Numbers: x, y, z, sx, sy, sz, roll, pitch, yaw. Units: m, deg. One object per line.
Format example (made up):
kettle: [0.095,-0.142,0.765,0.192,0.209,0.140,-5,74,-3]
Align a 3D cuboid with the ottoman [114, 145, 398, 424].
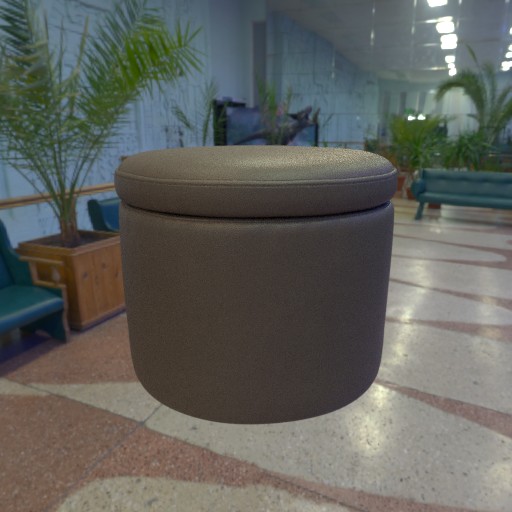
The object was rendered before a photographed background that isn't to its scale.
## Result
ottoman: [0.000,0.000,0.858,0.500,0.409,0.500,0,16,0]
